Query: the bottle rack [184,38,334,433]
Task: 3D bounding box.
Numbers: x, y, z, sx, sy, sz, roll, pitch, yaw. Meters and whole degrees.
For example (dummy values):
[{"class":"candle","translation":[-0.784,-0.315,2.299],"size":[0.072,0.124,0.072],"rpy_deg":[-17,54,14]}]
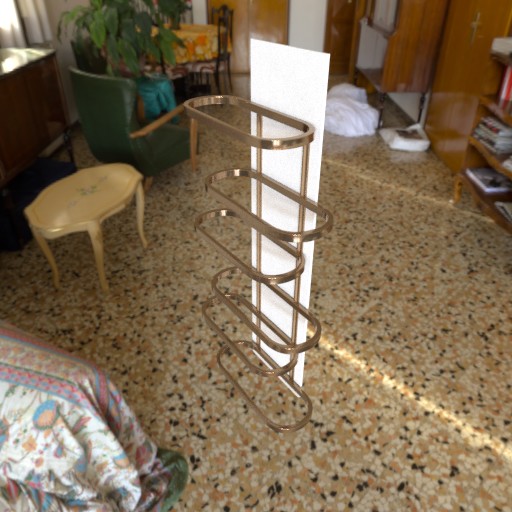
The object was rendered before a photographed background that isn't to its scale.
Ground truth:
[{"class":"bottle rack","translation":[0.000,0.000,0.829],"size":[0.118,0.709,0.332],"rpy_deg":[-22,39,-29]}]
